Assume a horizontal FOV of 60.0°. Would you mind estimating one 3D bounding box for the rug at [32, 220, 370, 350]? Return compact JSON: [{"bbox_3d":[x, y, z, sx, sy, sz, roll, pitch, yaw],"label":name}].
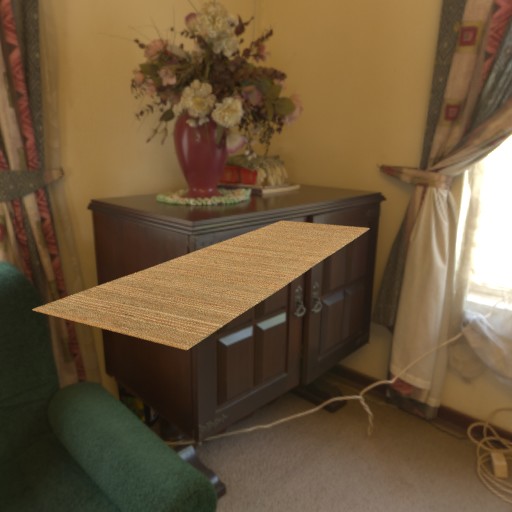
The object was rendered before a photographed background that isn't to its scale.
[{"bbox_3d":[0.000,0.000,2.678,0.783,0.006,2.438,7,16,27],"label":"rug"}]
